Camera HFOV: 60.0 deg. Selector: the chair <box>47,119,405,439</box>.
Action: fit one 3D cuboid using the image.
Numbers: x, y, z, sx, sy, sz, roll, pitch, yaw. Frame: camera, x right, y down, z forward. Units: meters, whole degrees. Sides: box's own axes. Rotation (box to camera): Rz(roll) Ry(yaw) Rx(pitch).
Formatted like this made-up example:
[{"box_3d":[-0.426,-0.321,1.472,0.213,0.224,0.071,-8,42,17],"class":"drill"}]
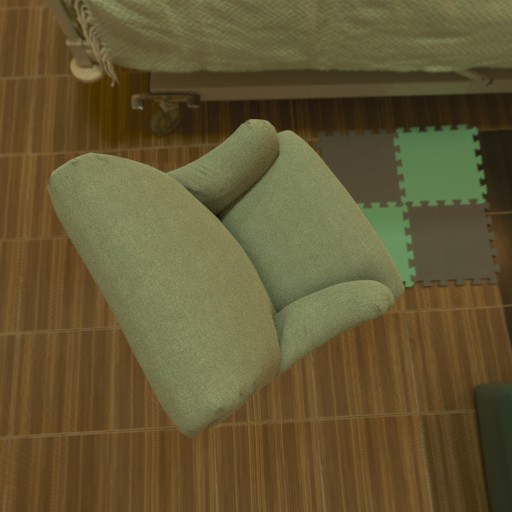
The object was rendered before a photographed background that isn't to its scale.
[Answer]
[{"box_3d":[0.000,0.000,1.880,1.060,1.178,0.964,-31,78,-7],"class":"chair"}]
